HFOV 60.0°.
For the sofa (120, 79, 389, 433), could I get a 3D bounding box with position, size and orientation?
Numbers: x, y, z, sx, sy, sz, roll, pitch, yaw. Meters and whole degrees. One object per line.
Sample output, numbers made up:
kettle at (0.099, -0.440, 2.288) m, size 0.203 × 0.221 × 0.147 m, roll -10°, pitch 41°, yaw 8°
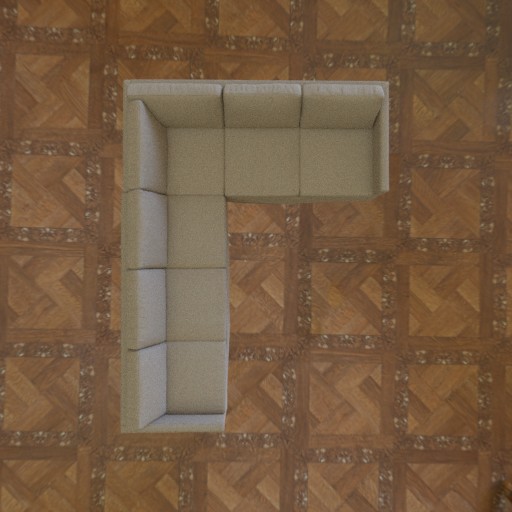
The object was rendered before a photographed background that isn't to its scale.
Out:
sofa at (0.000, 0.000, 4.235) m, size 2.432 × 0.871 × 3.182 m, roll 0°, pitch 89°, yaw -1°
